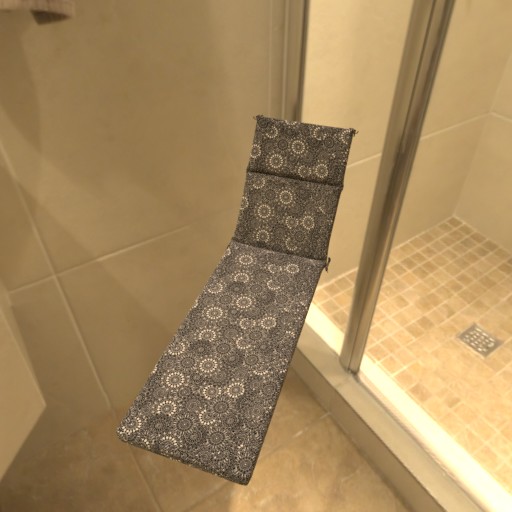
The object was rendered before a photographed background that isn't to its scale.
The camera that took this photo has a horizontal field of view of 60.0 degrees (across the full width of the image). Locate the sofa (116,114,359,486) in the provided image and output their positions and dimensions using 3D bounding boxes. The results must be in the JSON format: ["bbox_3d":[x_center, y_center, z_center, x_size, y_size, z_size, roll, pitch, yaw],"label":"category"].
[{"bbox_3d":[0.000,0.000,1.973,0.582,0.622,1.663,13,43,14],"label":"sofa"}]
